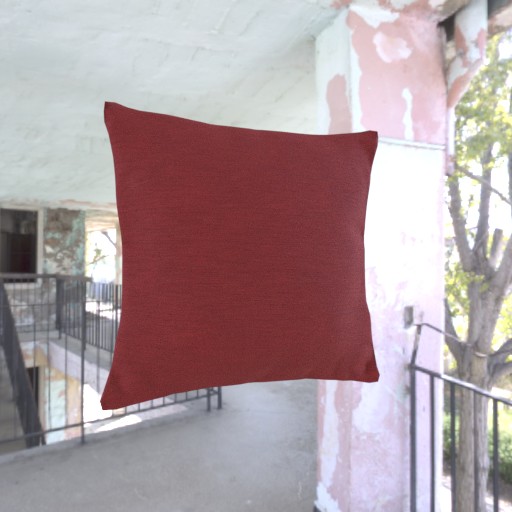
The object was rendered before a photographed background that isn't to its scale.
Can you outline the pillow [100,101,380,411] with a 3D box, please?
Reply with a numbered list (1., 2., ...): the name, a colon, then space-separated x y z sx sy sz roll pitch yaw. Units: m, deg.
1. pillow: 0.000 0.000 0.657 0.435 0.416 0.151 0 -1 -19
